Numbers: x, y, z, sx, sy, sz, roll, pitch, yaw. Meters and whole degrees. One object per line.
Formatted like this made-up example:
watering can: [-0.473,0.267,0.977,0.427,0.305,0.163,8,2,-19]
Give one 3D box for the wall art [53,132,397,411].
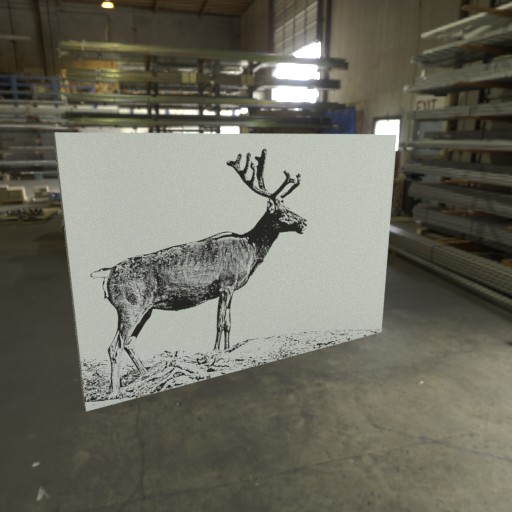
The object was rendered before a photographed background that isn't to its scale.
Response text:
wall art: [0.000,0.000,1.160,0.906,0.617,0.033,-8,17,-27]
